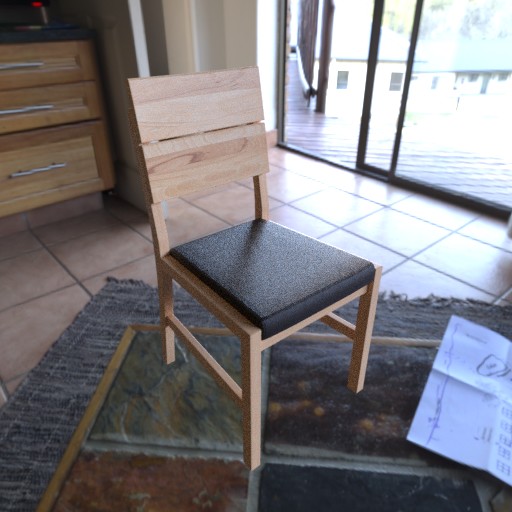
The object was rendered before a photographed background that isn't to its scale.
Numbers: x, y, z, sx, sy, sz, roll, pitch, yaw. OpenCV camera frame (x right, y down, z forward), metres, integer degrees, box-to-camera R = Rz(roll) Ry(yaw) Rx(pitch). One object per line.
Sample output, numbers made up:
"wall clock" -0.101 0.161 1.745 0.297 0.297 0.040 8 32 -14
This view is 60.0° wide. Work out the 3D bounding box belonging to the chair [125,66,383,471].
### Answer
"chair" 0.000 0.000 1.292 0.475 0.950 0.560 -22 36 -33
